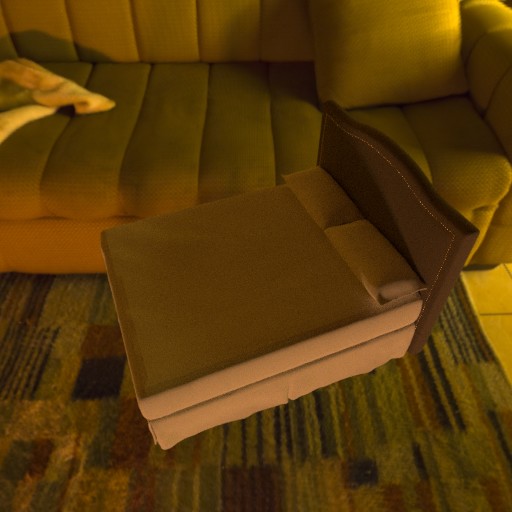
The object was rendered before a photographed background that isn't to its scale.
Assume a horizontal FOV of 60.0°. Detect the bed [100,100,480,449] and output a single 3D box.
[{"bbox_3d":[0.000,0.000,3.134,2.036,1.387,1.666,-16,48,-15],"label":"bed"}]
